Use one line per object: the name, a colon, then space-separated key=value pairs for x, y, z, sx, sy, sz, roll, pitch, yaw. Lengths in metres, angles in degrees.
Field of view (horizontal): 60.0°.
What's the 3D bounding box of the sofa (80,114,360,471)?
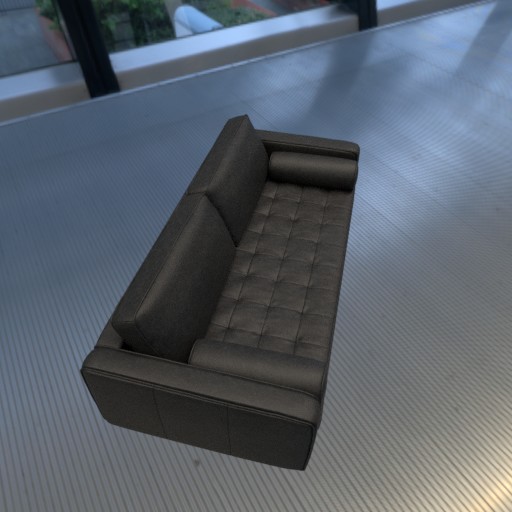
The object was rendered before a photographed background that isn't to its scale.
sofa: x=0.000 y=0.000 z=2.321 sx=0.921 sy=0.770 sz=1.879 roll=10 pitch=46 yaw=10
